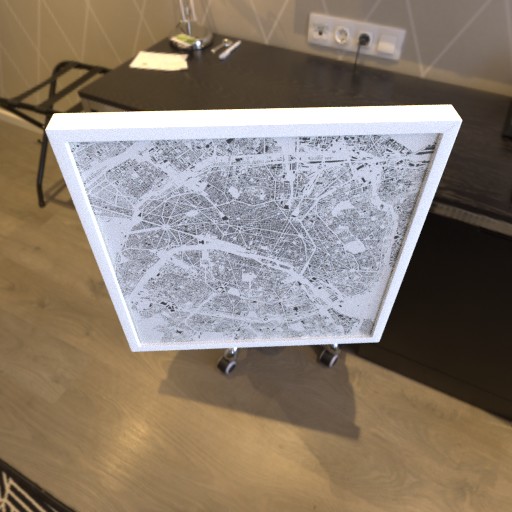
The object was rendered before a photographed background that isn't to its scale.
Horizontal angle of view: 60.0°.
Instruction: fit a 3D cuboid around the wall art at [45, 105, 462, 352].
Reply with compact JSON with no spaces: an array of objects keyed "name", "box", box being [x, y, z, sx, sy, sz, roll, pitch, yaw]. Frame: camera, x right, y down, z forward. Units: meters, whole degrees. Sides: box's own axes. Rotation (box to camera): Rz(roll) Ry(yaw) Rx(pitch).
[{"name":"wall art","box":[0.000,0.000,0.735,0.508,0.508,0.038,-2,47,-2]}]
